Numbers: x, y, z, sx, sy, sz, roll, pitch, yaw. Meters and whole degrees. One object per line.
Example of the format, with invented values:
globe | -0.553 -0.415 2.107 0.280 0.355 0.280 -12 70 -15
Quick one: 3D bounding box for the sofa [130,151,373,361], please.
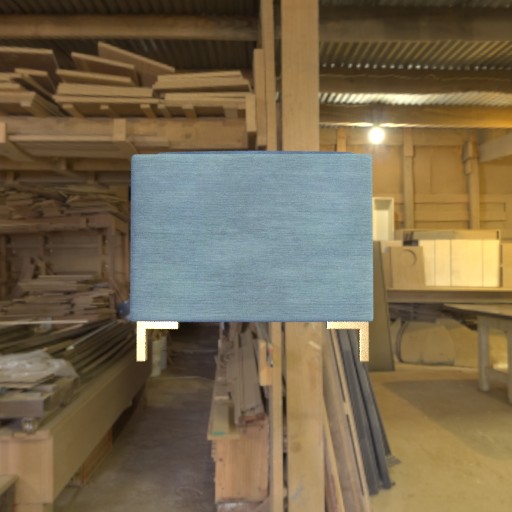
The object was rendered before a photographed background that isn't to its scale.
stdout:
sofa | 0.000 0.000 2.427 0.796 0.705 2.102 0 -1 1
